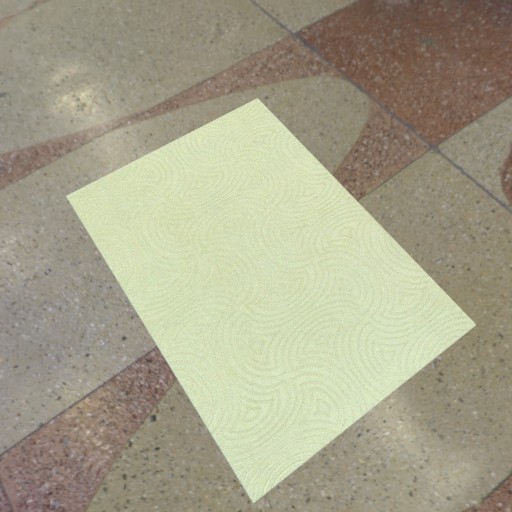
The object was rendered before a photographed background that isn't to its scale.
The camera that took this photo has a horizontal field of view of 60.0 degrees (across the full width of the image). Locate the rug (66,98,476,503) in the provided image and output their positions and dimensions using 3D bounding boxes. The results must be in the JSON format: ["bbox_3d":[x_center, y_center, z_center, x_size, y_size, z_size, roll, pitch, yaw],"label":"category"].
[{"bbox_3d":[0.000,0.000,2.683,1.526,0.015,2.132,-32,67,-15],"label":"rug"}]
